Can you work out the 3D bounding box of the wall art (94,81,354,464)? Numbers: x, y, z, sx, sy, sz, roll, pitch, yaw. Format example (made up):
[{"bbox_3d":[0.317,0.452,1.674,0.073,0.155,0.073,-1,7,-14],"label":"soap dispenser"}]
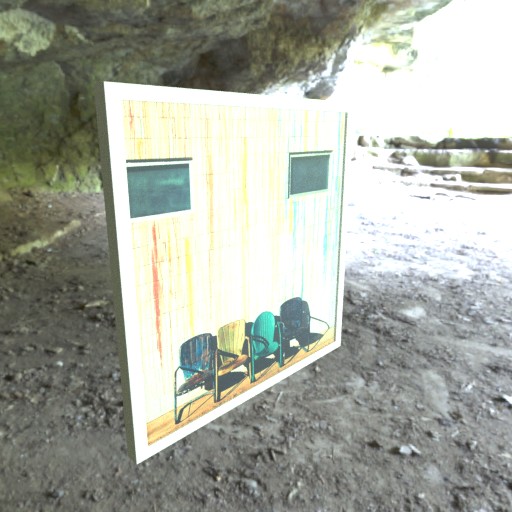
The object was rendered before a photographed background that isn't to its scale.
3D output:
[{"bbox_3d":[0.000,0.000,1.111,0.036,0.760,0.760,15,21,42],"label":"wall art"}]
